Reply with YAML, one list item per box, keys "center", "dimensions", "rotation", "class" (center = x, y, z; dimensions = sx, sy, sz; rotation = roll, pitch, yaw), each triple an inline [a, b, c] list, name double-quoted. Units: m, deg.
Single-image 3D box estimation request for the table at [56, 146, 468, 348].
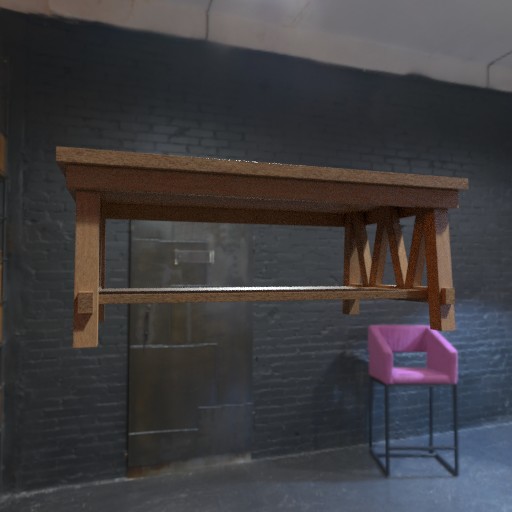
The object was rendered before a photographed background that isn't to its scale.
- center: [0.000, 0.000, 1.628]
  dimensions: [1.270, 0.507, 0.711]
  rotation: [1, -2, -17]
  class: "table"
